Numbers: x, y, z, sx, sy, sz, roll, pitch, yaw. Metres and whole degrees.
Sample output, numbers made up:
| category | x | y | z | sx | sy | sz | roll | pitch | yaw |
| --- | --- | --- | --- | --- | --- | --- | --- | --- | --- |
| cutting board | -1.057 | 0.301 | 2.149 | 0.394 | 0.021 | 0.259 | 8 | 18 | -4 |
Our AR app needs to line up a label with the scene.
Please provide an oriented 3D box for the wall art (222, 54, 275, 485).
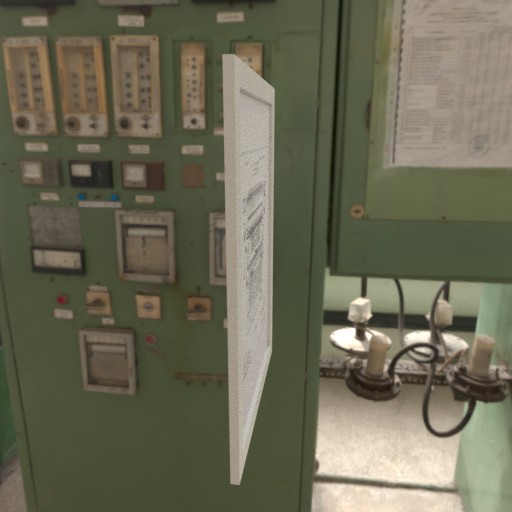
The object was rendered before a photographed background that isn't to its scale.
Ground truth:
| category | x | y | z | sx | sy | sz | roll | pitch | yaw |
| --- | --- | --- | --- | --- | --- | --- | --- | --- | --- |
| wall art | 0.000 | 0.000 | 0.705 | 0.013 | 0.533 | 0.381 | 2 | 16 | 8 |
